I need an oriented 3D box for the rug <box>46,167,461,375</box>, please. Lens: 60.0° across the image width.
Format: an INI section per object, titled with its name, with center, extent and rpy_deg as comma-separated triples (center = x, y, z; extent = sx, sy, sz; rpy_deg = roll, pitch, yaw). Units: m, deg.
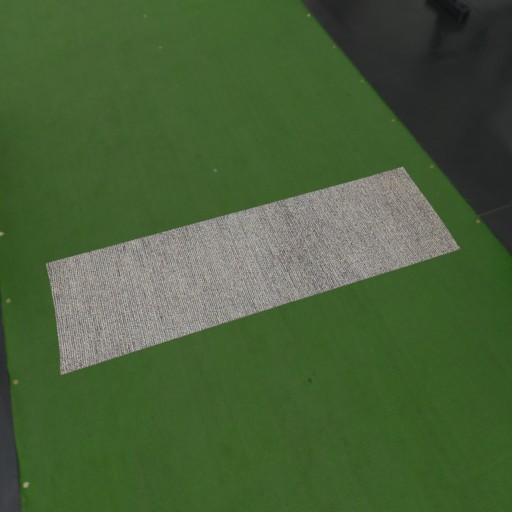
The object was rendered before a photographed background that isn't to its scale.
[rug]
center = 0.000, 0.000, 2.596
extent = 2.335, 0.013, 0.697
rpy_deg = -16, 59, -10
